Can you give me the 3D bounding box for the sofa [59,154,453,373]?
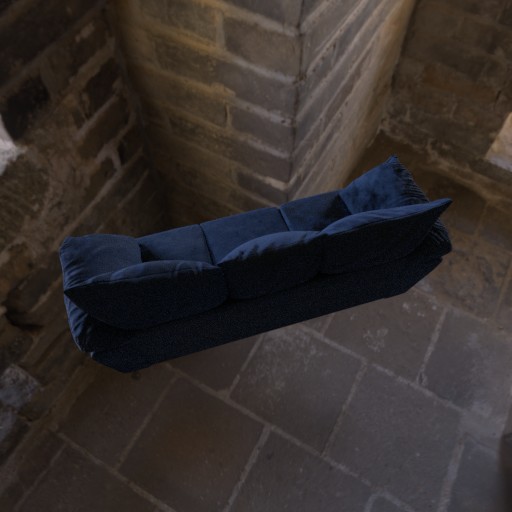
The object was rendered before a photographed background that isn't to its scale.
[{"bbox_3d":[0.000,0.000,2.920,2.390,1.091,0.907,-14,58,-9],"label":"sofa"}]
